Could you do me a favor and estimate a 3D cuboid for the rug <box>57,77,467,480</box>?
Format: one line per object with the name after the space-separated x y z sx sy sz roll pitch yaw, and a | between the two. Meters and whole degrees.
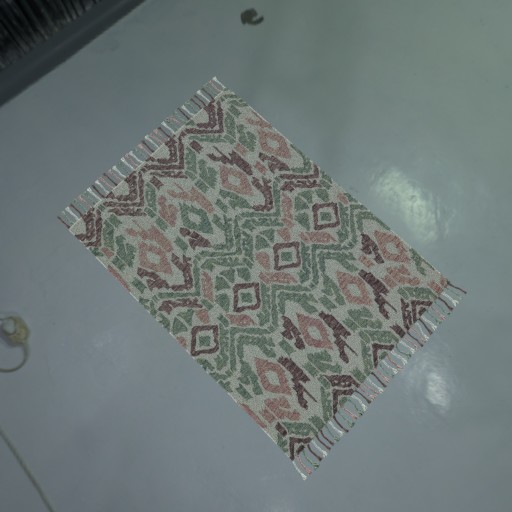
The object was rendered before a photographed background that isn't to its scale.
0.000 0.000 2.300 1.829 0.010 1.219 43 80 9 | rug
